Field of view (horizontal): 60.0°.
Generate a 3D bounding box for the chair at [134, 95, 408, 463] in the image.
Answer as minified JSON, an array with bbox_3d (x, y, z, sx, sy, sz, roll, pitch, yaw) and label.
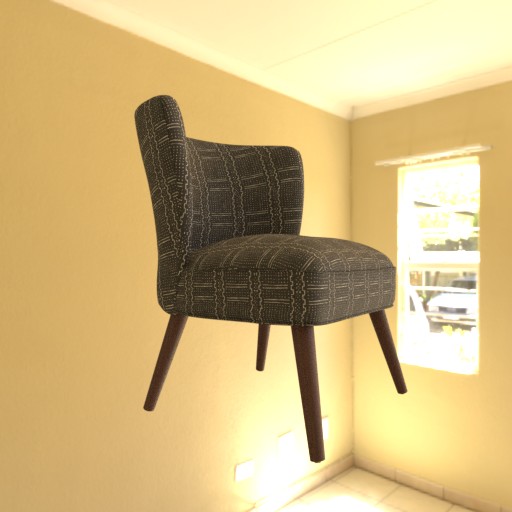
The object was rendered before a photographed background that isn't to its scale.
[{"bbox_3d":[0.000,0.000,1.372,0.758,0.866,0.710,0,-1,35],"label":"chair"}]
